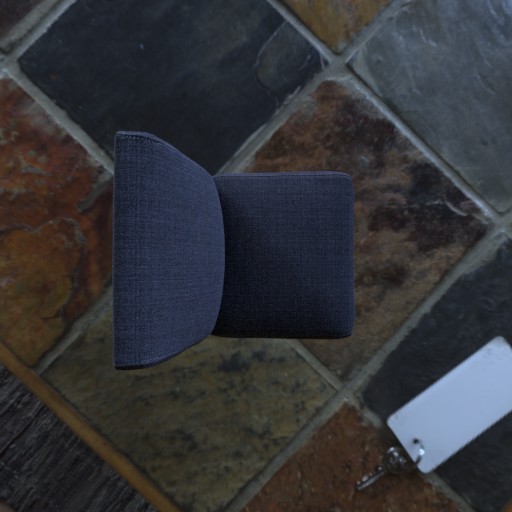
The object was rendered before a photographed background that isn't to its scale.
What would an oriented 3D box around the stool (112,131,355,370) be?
[{"bbox_3d":[0.000,0.000,1.277,0.526,1.010,0.459,0,89,-1],"label":"stool"}]
